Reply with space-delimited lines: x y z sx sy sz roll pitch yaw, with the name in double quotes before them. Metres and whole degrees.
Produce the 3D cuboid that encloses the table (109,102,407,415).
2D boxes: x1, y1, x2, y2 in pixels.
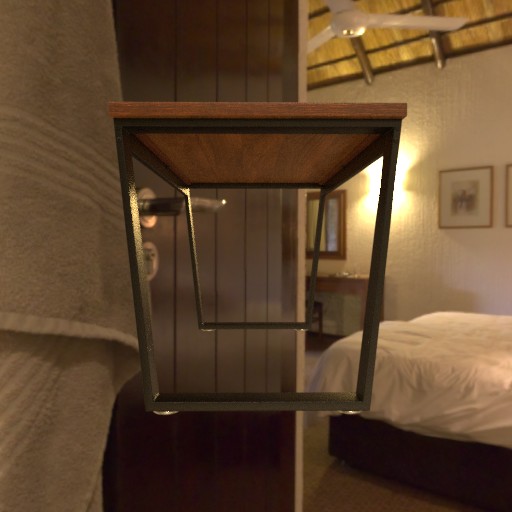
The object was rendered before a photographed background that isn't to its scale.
"table" 0.000 0.000 1.668 0.714 0.760 1.205 0 1 -1
